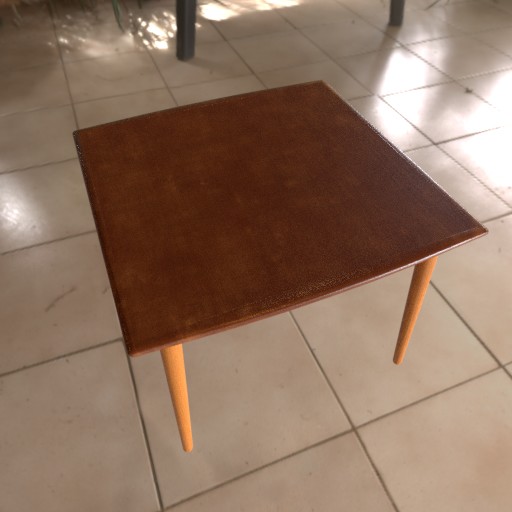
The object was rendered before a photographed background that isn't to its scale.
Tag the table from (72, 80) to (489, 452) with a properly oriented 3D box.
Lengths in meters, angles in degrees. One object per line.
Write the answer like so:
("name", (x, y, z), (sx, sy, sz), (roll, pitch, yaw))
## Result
("table", (0.000, 0.000, 1.646), (0.991, 0.754, 0.991), (-17, 50, -15))
